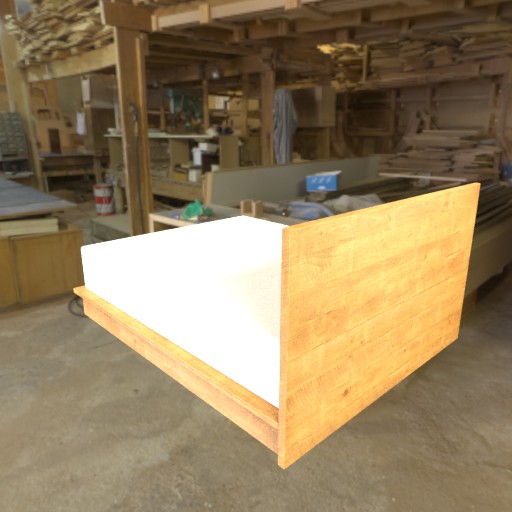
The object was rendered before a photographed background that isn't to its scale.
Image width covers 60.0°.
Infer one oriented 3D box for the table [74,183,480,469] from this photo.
[{"bbox_3d":[0.000,0.000,3.017,1.707,1.041,2.149,-16,23,-41],"label":"table"}]
